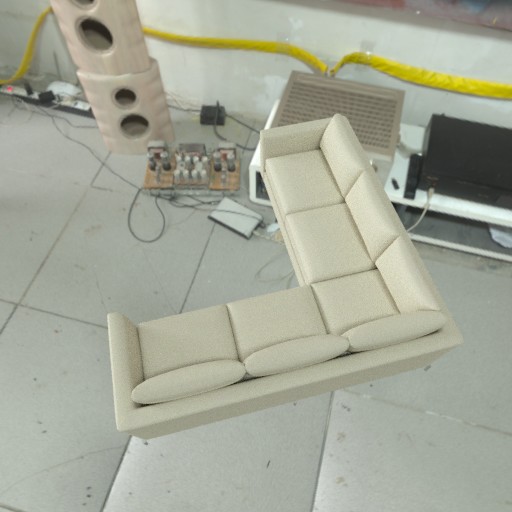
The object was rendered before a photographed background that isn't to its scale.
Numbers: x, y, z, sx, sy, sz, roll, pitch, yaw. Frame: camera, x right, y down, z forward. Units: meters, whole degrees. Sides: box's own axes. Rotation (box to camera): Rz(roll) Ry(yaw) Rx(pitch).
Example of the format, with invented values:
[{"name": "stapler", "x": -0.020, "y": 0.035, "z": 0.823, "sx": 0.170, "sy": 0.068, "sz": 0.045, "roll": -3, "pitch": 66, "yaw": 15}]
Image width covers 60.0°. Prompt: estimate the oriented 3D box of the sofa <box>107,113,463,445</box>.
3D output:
[{"name": "sofa", "x": 0.000, "y": 0.000, "z": 3.795, "sx": 2.448, "sy": 0.867, "sz": 2.430, "roll": -12, "pitch": 59, "yaw": -7}]
